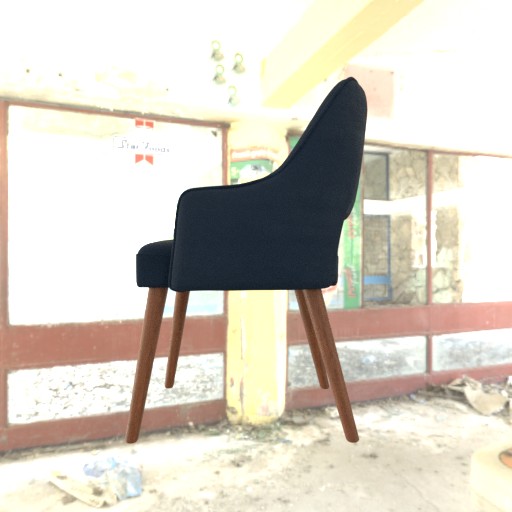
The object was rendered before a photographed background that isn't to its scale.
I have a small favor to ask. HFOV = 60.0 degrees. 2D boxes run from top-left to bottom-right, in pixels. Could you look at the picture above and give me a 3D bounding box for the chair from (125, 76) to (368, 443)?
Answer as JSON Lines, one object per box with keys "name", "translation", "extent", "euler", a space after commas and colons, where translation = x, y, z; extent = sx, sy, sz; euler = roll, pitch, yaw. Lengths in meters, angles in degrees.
{"name": "chair", "translation": [0.000, 0.000, 1.220], "extent": [0.591, 0.844, 0.559], "euler": [0, 0, 0]}
